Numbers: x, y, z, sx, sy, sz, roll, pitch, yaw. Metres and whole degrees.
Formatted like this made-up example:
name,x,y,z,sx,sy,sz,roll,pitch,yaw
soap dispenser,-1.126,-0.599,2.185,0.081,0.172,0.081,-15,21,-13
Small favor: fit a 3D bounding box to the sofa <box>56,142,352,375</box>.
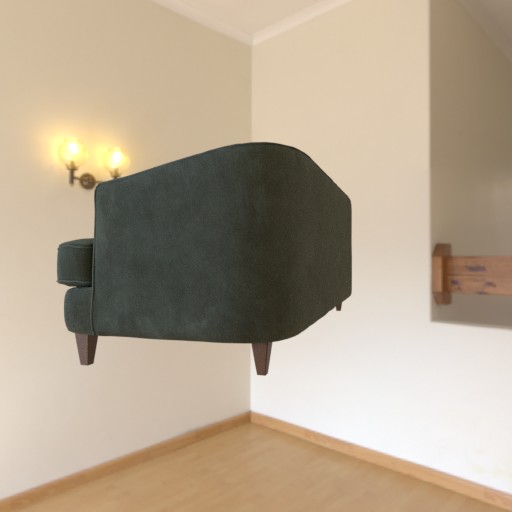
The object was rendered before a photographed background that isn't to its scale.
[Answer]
name,x,y,z,sx,sy,sz,roll,pitch,yaw
sofa,0.000,0.000,2.642,0.941,0.855,2.278,0,0,19
